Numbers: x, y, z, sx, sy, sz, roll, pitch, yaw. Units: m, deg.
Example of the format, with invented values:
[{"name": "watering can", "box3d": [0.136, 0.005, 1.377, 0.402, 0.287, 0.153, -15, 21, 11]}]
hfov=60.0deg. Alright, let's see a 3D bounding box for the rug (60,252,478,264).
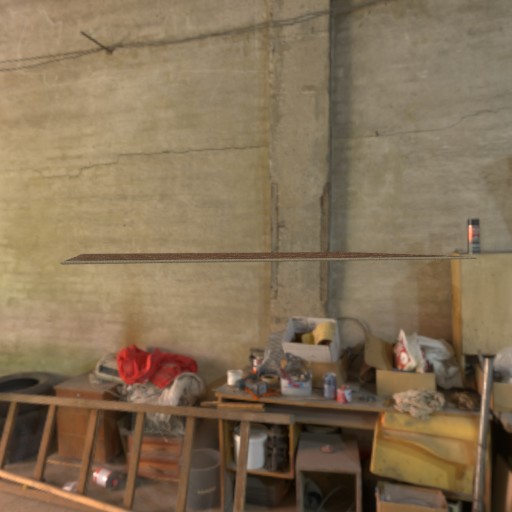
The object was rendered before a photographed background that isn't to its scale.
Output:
[{"name": "rug", "box3d": [0.000, 0.000, 2.993, 2.294, 0.014, 1.528, -1, 2, -19]}]
